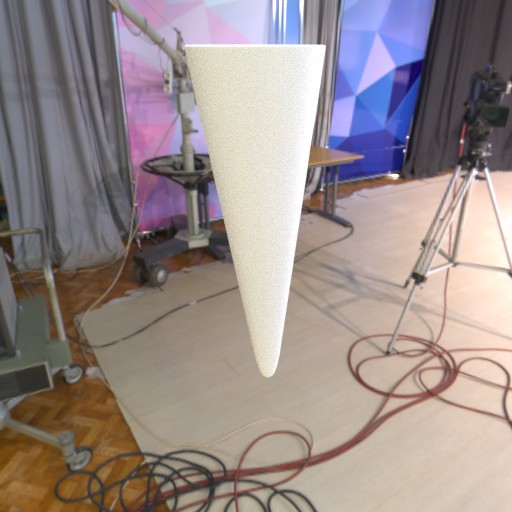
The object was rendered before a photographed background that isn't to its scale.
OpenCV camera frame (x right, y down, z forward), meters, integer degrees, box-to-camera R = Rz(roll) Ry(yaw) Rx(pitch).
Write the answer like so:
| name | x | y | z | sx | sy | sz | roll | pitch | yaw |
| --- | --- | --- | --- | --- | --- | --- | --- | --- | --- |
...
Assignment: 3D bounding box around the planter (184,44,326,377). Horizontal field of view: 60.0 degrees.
| name | x | y | z | sx | sy | sz | roll | pitch | yaw |
| --- | --- | --- | --- | --- | --- | --- | --- | --- | --- |
| planter | 0.000 | 0.000 | 0.225 | 0.057 | 0.193 | 0.064 | 8 | 26 | 17 |
